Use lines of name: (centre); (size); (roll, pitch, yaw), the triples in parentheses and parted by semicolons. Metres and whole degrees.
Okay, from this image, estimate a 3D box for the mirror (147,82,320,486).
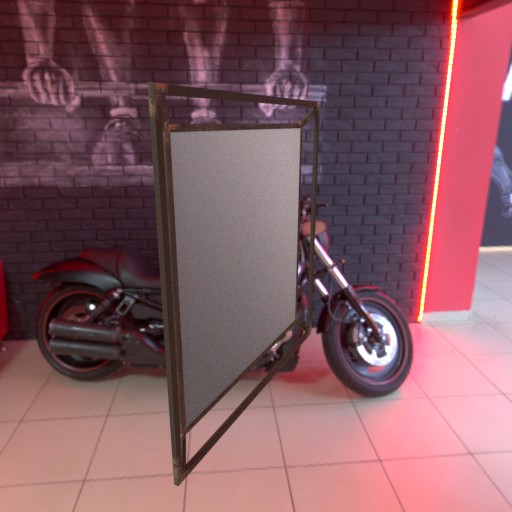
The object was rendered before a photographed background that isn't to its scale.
mirror: (0.000, 0.000, 0.895); (0.032, 0.610, 0.610); (8, 19, 26)
